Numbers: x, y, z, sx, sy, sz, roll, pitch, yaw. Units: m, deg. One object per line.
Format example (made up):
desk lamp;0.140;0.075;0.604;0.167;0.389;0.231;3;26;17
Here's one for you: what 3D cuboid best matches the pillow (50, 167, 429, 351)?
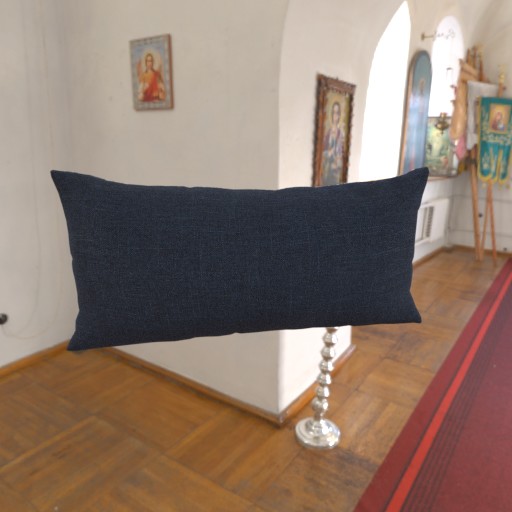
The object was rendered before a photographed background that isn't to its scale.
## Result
pillow;0.000;0.000;0.743;0.631;0.292;0.148;-3;15;-10
